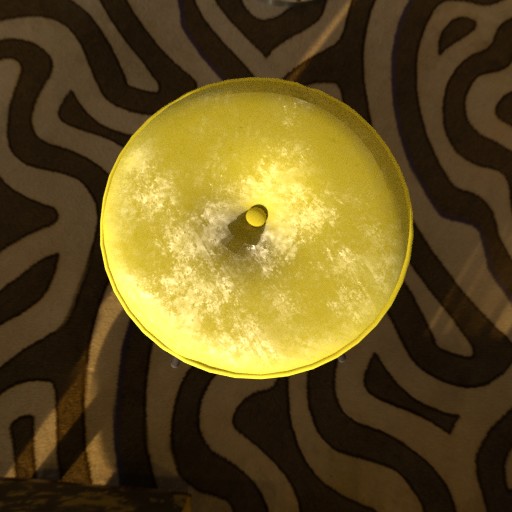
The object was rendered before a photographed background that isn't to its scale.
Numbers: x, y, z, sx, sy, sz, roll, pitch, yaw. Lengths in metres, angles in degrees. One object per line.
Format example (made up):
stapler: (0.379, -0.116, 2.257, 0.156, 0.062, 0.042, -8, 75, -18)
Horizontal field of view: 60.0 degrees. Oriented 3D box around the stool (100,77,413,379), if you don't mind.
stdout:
stool: (0.000, 0.000, 0.807, 0.409, 0.508, 0.409, -2, 78, 0)
